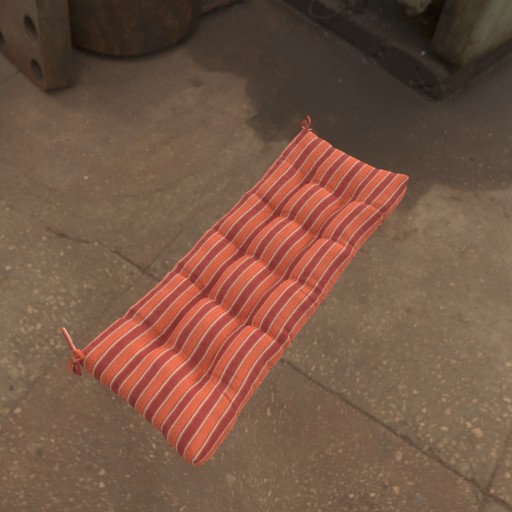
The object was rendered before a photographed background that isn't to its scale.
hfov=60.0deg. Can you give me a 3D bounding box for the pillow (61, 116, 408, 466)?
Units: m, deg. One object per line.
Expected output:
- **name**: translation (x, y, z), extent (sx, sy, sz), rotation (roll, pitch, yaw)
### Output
- **pillow**: translation (0.000, 0.000, 1.384), extent (0.511, 0.174, 1.194), rotation (32, 63, 19)
